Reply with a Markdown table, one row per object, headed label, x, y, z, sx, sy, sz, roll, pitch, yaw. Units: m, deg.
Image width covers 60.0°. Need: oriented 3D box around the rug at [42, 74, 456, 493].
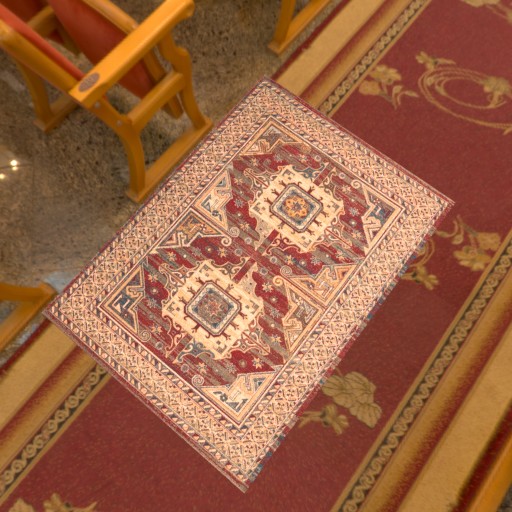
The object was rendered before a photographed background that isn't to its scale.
| label | x | y | z | sx | sy | sz | roll | pitch | yaw |
| --- | --- | --- | --- | --- | --- | --- | --- | --- | --- |
| rug | 0.000 | 0.000 | 2.819 | 1.599 | 0.011 | 2.210 | 37 | 77 | 10 |
